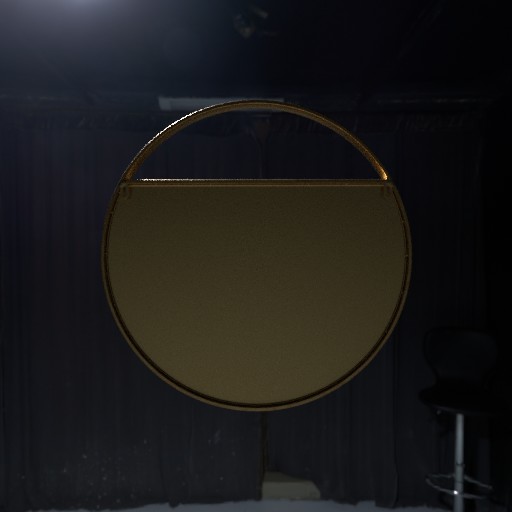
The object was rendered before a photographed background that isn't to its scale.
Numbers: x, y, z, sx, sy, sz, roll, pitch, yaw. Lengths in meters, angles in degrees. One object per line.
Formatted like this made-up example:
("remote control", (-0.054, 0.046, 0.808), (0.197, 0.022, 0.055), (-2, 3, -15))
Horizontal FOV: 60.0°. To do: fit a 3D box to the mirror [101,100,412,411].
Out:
("mirror", (0.000, 0.000, 0.820), (0.565, 0.565, 0.032), (0, 1, 1))
